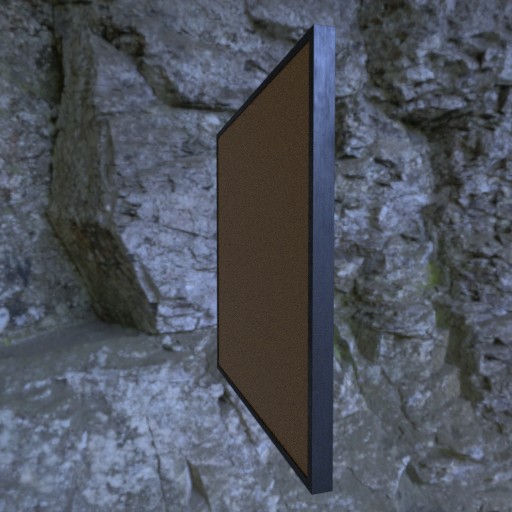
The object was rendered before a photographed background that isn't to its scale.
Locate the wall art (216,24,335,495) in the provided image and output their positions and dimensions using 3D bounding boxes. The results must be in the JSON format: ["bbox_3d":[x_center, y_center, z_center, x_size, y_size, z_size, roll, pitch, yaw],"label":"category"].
[{"bbox_3d":[0.000,0.000,1.087,0.039,0.763,0.763,-1,2,-17],"label":"wall art"}]
